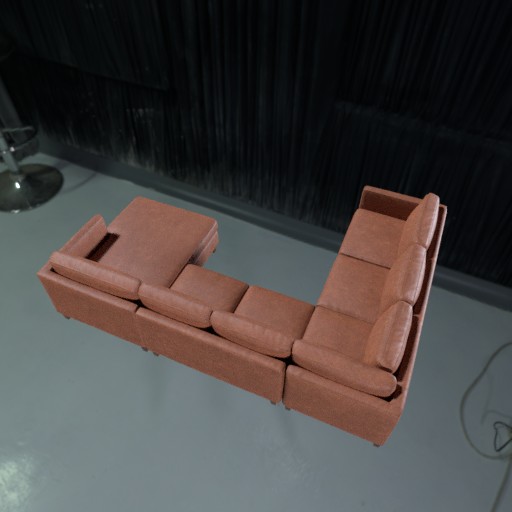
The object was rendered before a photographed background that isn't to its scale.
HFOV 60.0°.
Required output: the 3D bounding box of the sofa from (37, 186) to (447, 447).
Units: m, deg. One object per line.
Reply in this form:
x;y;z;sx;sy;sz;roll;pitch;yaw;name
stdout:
0.000;0.000;4.687;3.460;0.923;2.593;18;50;16;sofa
